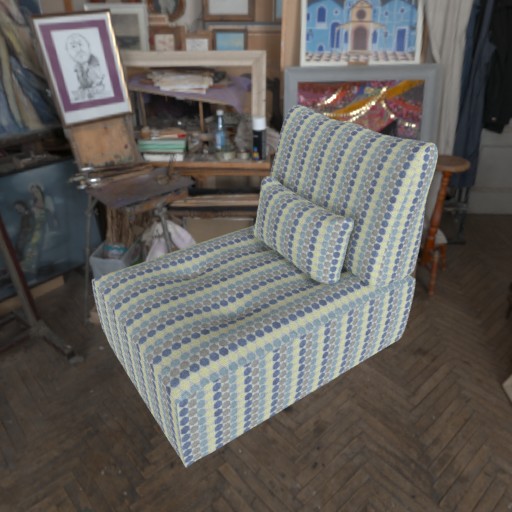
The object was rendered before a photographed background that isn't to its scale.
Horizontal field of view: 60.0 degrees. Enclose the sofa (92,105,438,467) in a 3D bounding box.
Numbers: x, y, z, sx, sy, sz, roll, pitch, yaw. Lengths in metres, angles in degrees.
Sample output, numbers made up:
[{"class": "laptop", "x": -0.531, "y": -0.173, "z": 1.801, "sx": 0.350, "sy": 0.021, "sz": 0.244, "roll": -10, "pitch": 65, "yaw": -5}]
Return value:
[{"class": "sofa", "x": 0.000, "y": 0.000, "z": 1.580, "sx": 1.000, "sy": 0.820, "sz": 0.700, "roll": -20, "pitch": 37, "yaw": -30}]
